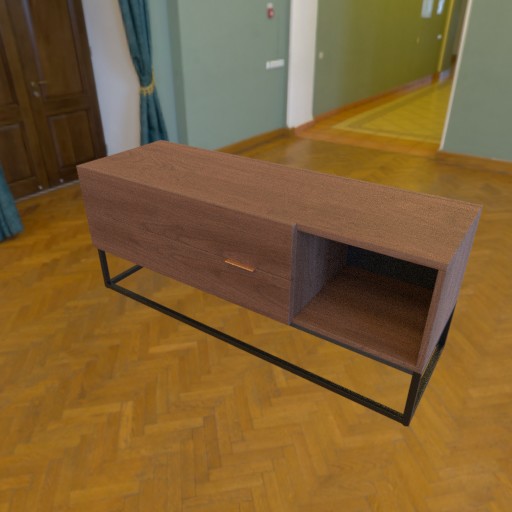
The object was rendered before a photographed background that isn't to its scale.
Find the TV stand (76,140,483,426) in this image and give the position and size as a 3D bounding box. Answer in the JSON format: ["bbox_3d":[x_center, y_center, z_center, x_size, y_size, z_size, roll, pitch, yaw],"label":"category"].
[{"bbox_3d":[0.000,0.000,1.462,1.200,0.500,0.415,18,34,29],"label":"TV stand"}]
